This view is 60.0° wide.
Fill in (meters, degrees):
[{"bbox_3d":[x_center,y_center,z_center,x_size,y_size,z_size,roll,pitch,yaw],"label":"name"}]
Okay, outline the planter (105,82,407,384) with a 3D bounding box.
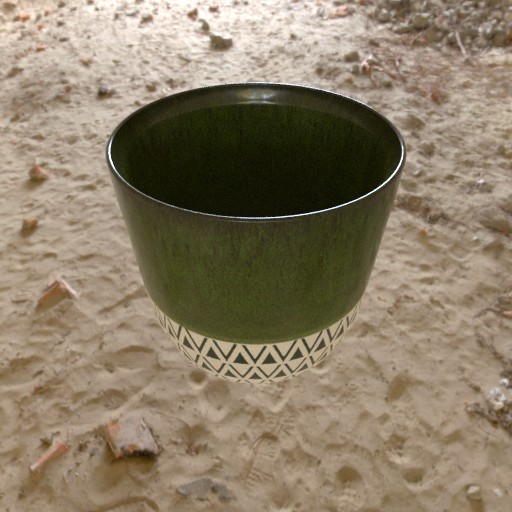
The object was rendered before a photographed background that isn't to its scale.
[{"bbox_3d":[0.000,0.000,0.459,0.245,0.270,0.245,0,41,0],"label":"planter"}]
